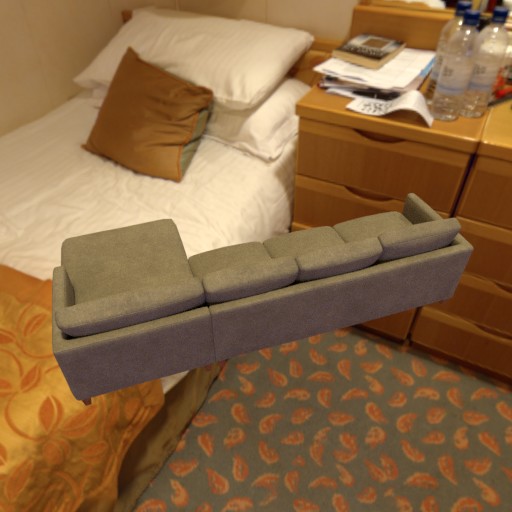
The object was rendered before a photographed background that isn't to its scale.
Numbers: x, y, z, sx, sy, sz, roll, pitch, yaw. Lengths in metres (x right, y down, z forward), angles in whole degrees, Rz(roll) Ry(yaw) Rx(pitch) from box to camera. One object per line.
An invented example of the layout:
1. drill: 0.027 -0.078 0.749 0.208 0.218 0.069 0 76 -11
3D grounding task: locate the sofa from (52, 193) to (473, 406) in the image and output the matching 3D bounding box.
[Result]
1. sofa: 0.000 0.000 4.113 3.471 0.950 1.604 -13 43 -14
